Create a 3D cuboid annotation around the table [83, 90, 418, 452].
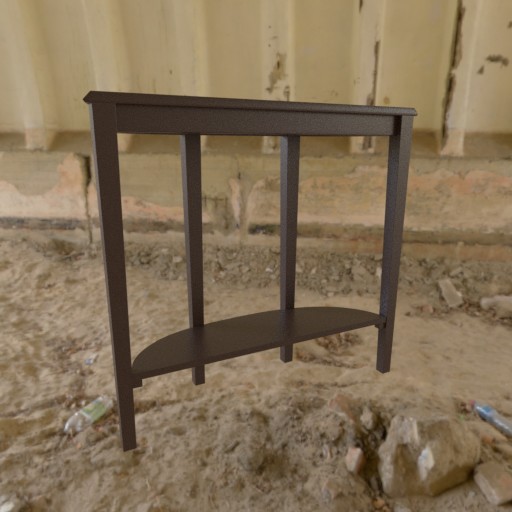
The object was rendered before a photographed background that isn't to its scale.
[{"bbox_3d":[0.000,0.000,1.286,0.909,0.831,0.274,-7,16,-27],"label":"table"}]
